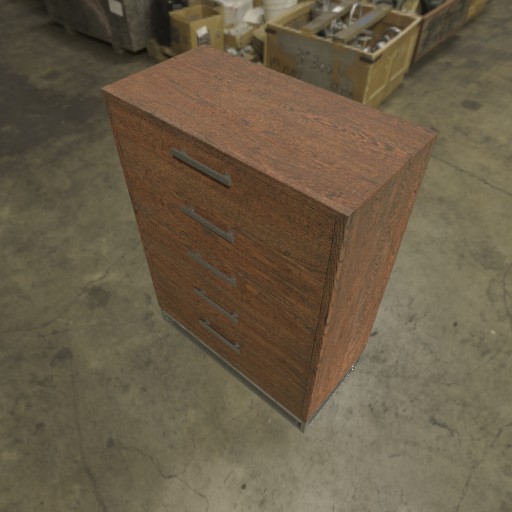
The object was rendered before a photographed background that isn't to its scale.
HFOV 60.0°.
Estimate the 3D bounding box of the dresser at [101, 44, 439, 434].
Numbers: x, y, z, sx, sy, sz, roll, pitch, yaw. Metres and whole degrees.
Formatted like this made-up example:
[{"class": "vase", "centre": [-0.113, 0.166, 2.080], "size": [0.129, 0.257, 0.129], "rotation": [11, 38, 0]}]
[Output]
[{"class": "dresser", "centre": [0.000, 0.000, 1.851], "size": [0.965, 1.321, 0.508], "rotation": [32, 55, 26]}]
